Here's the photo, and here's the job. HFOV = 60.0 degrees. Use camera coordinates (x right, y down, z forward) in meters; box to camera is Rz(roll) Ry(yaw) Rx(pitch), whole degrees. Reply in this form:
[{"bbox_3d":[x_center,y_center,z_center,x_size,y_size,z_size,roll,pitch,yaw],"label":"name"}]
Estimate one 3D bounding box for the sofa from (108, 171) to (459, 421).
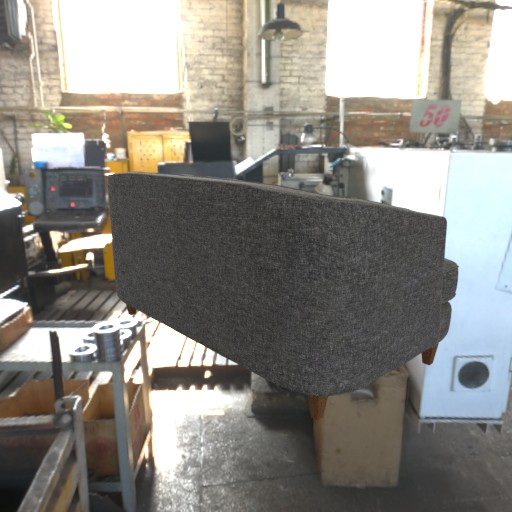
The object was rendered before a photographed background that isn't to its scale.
[{"bbox_3d":[0.000,0.000,2.280,0.941,0.855,1.733,-13,19,-41],"label":"sofa"}]
